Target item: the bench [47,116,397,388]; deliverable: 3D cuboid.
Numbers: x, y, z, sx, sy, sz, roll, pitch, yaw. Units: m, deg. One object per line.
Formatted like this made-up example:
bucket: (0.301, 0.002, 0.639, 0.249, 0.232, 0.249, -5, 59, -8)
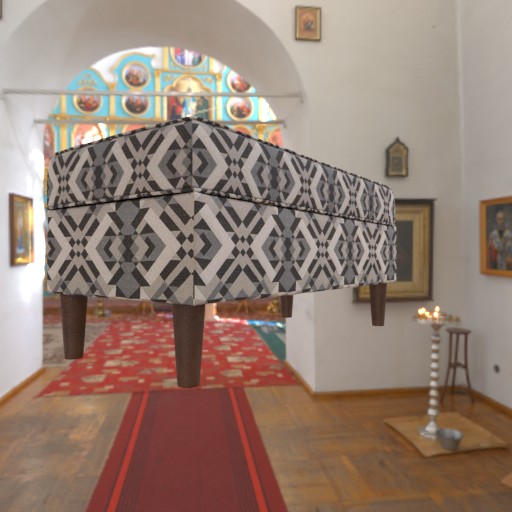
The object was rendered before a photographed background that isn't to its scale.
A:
bench: (0.000, 0.000, 1.285, 0.492, 0.477, 1.016, 0, -1, 37)
